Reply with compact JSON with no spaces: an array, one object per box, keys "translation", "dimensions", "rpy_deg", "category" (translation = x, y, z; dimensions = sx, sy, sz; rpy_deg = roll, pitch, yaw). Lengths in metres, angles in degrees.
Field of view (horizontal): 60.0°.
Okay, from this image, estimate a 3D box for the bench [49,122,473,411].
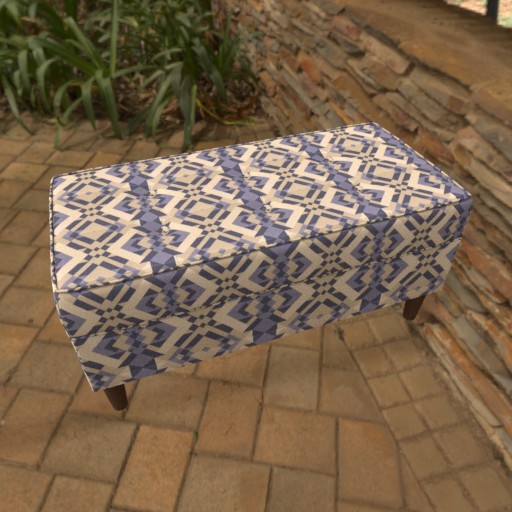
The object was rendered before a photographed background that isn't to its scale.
[{"translation":[0.000,0.000,1.286],"dimensions":[1.016,0.477,0.492],"rpy_deg":[-13,43,-15],"category":"bench"}]
